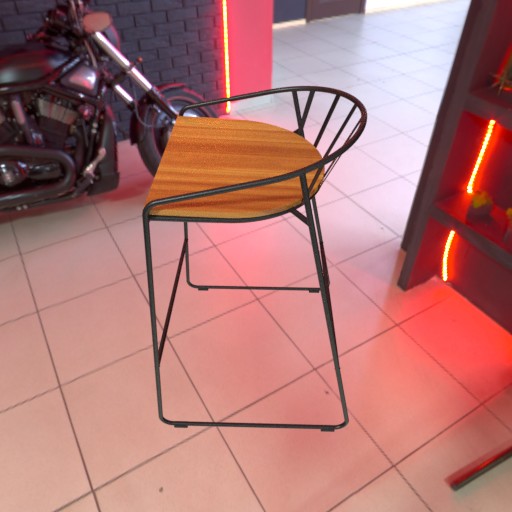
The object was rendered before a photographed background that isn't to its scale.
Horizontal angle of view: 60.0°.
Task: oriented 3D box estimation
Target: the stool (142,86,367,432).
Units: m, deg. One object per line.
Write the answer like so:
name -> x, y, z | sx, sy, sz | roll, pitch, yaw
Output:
stool -> 0.000, 0.000, 1.171 | 0.521, 0.812, 0.546 | 1, 42, 1
